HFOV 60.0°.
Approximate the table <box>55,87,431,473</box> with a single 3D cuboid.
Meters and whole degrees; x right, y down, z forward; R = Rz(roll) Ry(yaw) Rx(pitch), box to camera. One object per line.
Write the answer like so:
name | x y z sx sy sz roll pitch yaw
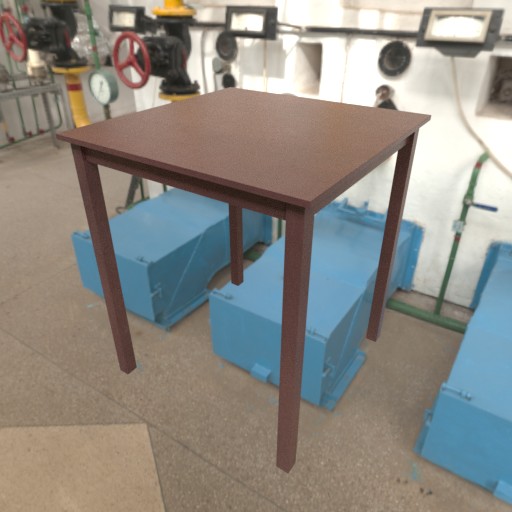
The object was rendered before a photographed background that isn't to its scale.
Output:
table | 0.000 0.000 1.675 0.861 0.991 0.861 20 36 29
